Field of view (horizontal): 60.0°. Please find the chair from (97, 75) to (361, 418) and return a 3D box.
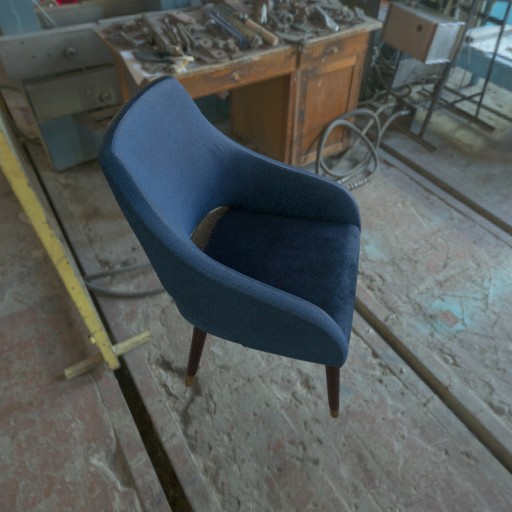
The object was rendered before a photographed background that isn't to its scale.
[{"bbox_3d":[0.000,0.000,1.598,0.794,1.081,0.683,10,46,9],"label":"chair"}]
